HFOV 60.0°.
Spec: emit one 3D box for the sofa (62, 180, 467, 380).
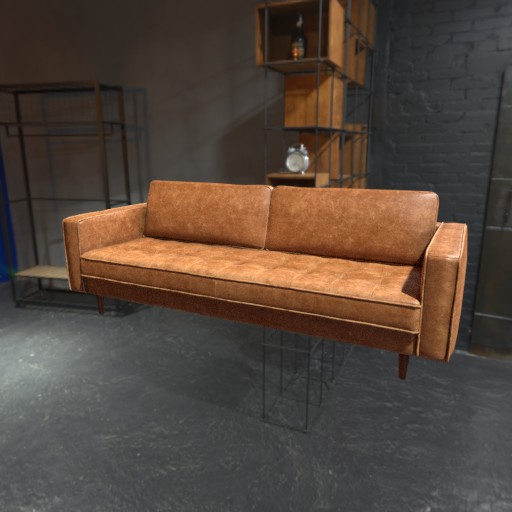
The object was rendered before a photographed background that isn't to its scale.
[{"bbox_3d":[0.000,0.000,2.568,2.199,0.779,0.886,7,15,25],"label":"sofa"}]
